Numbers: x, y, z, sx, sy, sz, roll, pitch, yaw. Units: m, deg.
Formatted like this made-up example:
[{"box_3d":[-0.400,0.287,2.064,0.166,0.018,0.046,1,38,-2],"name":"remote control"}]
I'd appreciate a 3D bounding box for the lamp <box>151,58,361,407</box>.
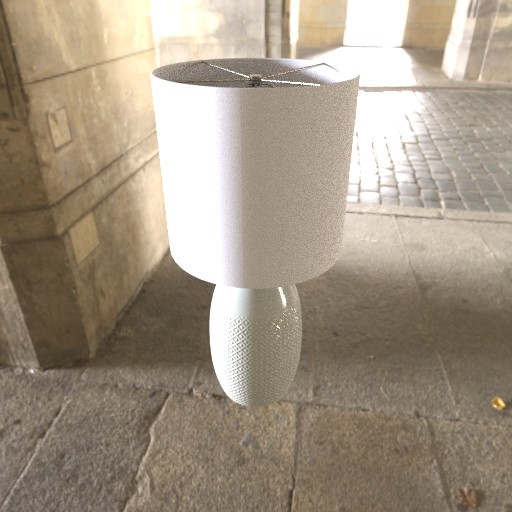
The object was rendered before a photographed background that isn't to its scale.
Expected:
[{"box_3d":[0.000,0.000,0.580,0.217,0.453,0.217,-21,37,-32],"name":"lamp"}]
